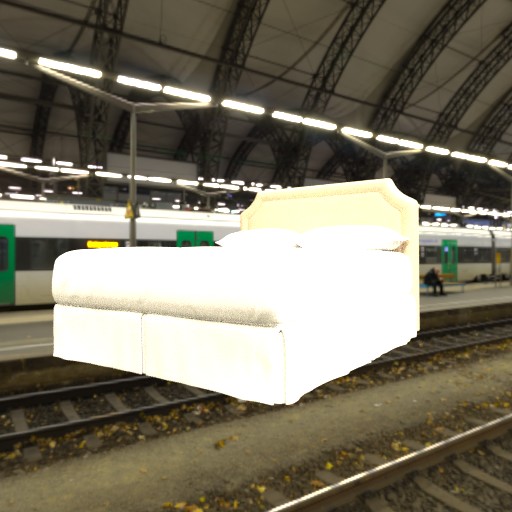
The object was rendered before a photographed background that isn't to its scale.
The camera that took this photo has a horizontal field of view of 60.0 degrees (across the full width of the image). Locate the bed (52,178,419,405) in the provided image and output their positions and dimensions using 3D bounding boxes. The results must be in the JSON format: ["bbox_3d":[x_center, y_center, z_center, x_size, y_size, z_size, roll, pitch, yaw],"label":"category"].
[{"bbox_3d":[0.000,0.000,3.792,2.134,1.524,2.548,0,0,35],"label":"bed"}]
